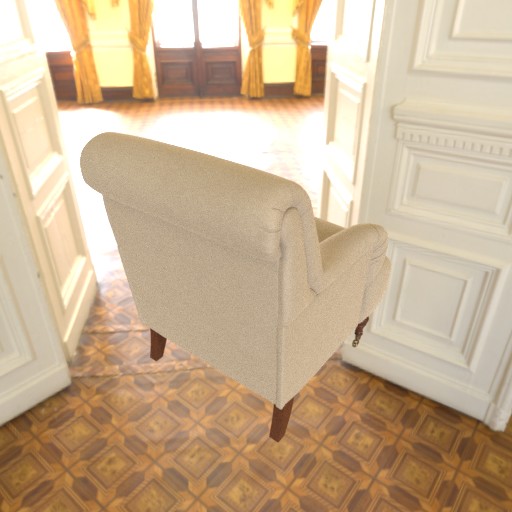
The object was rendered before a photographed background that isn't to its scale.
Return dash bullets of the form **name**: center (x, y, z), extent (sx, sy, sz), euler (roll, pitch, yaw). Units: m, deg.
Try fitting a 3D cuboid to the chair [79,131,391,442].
- **chair**: center (0.000, 0.000, 1.612), extent (0.766, 0.942, 0.842), euler (22, 37, 32)
